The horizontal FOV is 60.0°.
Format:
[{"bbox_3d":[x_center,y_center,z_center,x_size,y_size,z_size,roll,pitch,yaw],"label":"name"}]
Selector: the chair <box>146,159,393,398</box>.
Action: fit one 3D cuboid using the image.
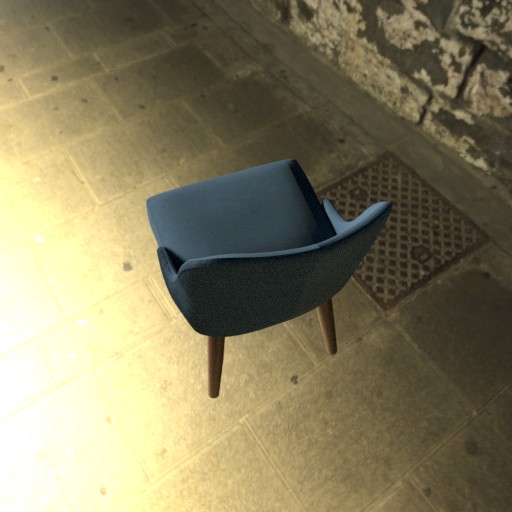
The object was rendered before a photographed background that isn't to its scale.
[{"bbox_3d":[0.000,0.000,1.202,0.503,0.882,0.589,-17,59,-11],"label":"chair"}]
